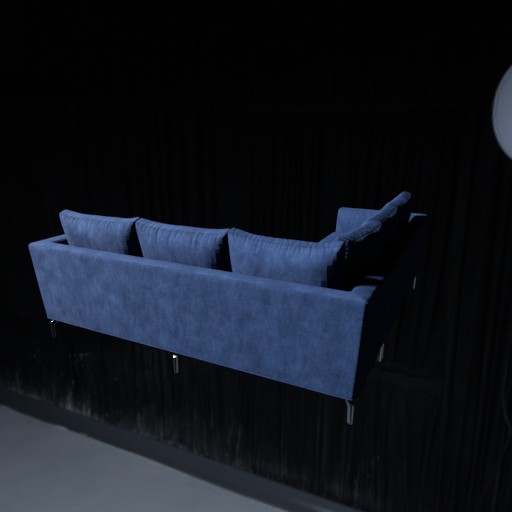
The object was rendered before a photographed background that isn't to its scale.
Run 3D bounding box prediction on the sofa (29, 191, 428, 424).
[{"bbox_3d":[0.000,0.000,3.801,2.463,0.988,2.472,8,18,26],"label":"sofa"}]
